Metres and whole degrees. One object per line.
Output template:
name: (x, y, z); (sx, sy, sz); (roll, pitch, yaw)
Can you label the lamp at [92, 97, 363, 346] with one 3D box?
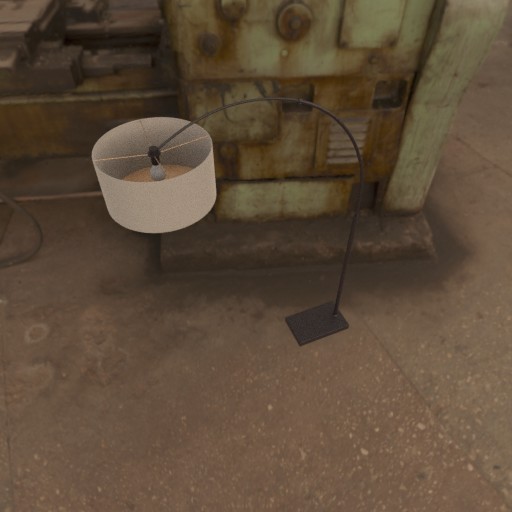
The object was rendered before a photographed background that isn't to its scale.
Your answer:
lamp: (0.000, 0.000, 2.575); (1.424, 1.927, 0.493); (-17, 48, -16)
